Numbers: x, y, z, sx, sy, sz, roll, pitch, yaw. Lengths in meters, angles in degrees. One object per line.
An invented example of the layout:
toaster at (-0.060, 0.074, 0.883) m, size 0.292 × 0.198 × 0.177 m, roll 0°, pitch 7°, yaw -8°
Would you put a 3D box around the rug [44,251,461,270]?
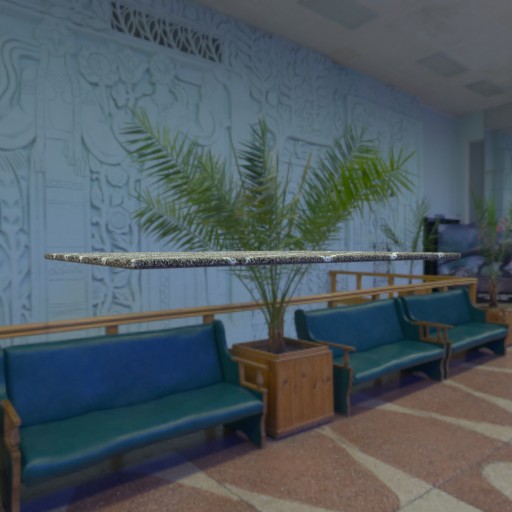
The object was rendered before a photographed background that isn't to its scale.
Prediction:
rug at (0.000, 0.000, 2.281) m, size 1.778 × 0.030 × 1.219 m, roll -1°, pitch 2°, yaw -36°
